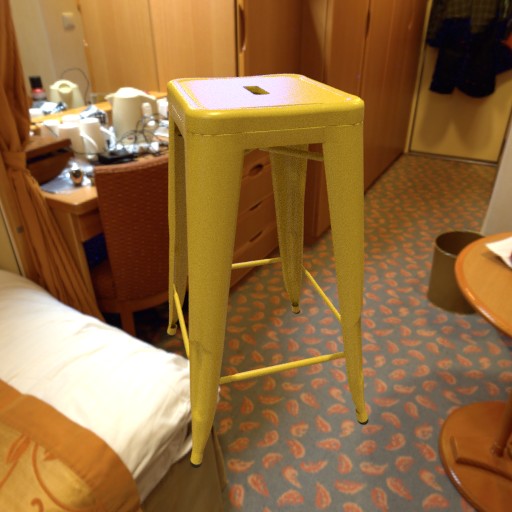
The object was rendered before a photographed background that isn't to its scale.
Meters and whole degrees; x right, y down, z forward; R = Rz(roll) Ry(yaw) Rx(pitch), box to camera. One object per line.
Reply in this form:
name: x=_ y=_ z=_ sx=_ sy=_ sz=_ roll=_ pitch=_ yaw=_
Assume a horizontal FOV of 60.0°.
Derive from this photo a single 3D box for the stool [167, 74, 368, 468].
stool: x=0.000 y=0.000 z=0.849 sx=0.359 sy=0.609 sz=0.399 roll=-8 pitch=31 yaw=-14
